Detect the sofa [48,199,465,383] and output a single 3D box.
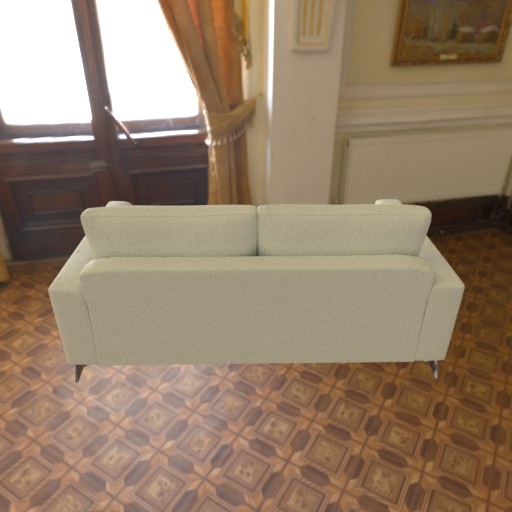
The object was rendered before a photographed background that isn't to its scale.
[{"bbox_3d":[0.000,0.000,2.180,1.650,0.790,0.920,0,30,-1],"label":"sofa"}]
